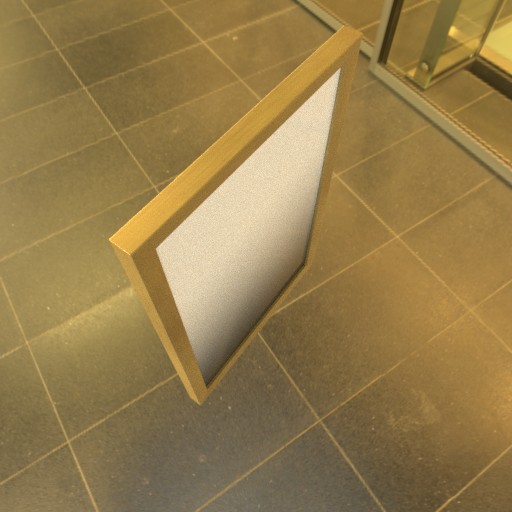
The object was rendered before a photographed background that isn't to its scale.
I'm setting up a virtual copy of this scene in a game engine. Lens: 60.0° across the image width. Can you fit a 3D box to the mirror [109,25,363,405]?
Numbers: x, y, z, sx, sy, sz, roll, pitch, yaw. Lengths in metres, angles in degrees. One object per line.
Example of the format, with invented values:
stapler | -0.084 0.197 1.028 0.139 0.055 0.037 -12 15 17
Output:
mirror | 0.000 0.000 0.896 0.040 0.710 0.507 33 64 18
